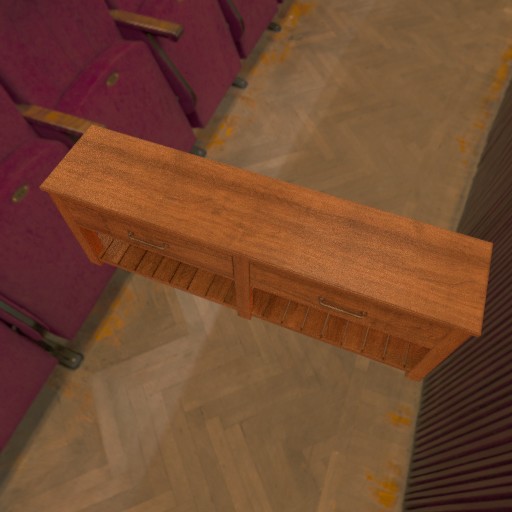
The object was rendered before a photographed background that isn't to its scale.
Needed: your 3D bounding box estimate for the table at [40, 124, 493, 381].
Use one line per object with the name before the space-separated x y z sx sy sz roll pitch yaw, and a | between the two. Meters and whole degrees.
table | 0.000 0.000 2.062 1.815 0.635 0.425 18 60 11
